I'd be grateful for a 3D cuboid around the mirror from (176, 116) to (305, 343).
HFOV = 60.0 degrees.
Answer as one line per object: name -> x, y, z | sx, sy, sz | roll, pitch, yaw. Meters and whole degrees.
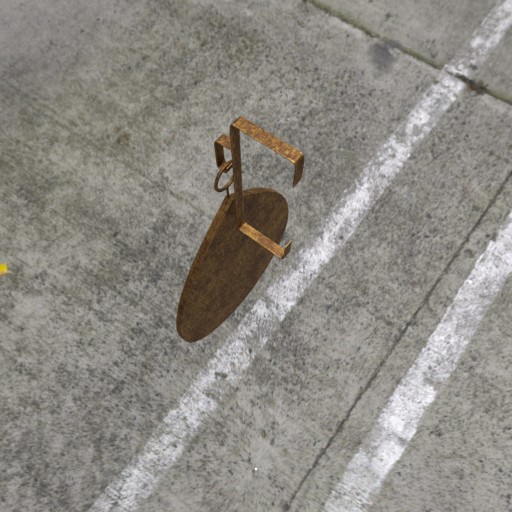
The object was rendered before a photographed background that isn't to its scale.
mirror -> 0.000, 0.000, 0.911 | 0.144, 0.744, 0.405 | 35, 69, 15
